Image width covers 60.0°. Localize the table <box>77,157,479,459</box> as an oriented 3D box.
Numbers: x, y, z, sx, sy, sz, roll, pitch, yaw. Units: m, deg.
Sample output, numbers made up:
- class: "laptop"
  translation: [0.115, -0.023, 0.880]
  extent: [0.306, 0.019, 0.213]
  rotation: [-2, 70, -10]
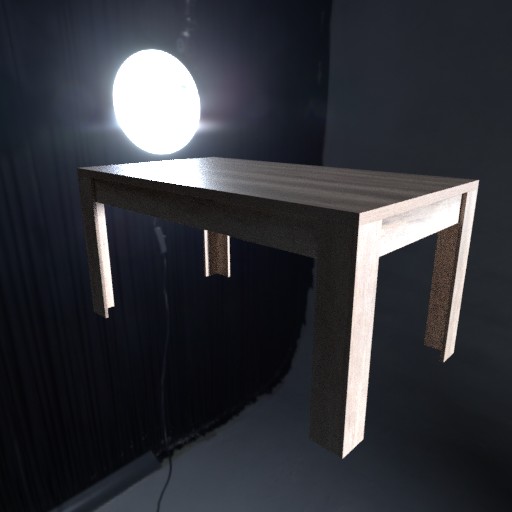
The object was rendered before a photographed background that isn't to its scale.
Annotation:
- class: "table"
  translation: [0.000, 0.000, 2.099]
  extent: [1.600, 0.775, 0.900]
  rotation: [16, 23, 41]
